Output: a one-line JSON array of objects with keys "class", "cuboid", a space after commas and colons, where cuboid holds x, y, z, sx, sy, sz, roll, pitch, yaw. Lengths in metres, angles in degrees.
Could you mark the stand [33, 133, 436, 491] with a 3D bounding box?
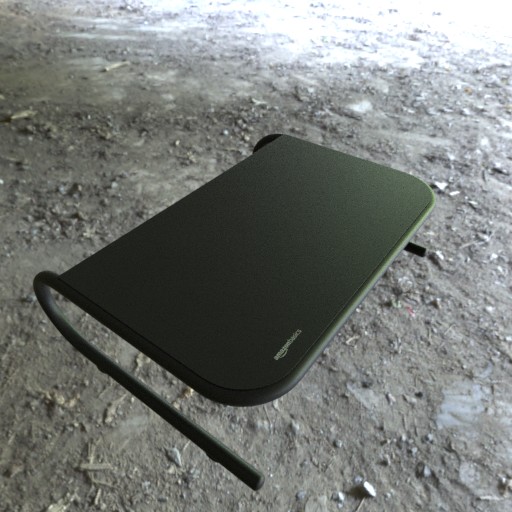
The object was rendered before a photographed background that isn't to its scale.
[{"class": "stand", "cuboid": [0.000, 0.000, 0.493, 0.280, 0.108, 0.370, 26, 47, 27]}]
